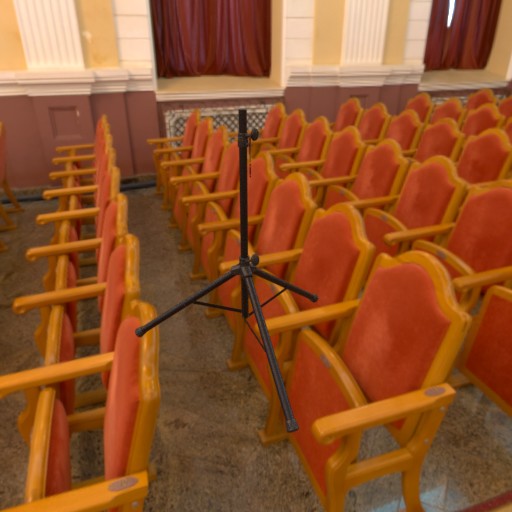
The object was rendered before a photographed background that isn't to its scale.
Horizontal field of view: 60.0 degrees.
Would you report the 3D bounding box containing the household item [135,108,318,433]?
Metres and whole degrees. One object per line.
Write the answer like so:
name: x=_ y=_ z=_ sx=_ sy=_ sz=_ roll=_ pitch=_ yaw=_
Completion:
household item: x=0.000 y=0.000 z=1.848 sx=1.045 sy=1.136 sz=0.907 roll=-8 pitch=27 yaw=-17
